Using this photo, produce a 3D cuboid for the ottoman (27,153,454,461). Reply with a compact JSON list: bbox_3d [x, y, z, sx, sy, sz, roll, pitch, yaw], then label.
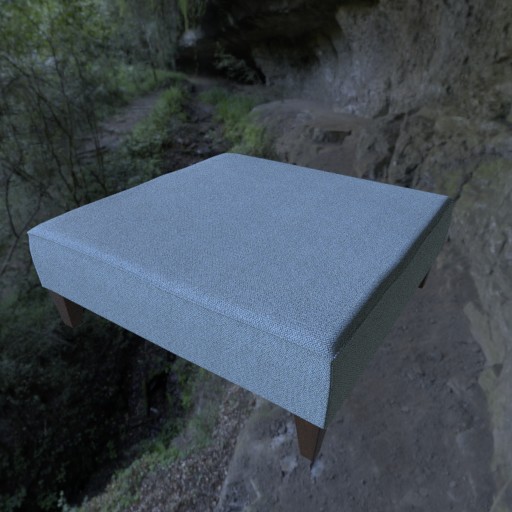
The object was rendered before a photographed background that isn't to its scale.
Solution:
[{"bbox_3d":[0.000,0.000,1.481,1.004,0.379,0.968,18,34,29],"label":"ottoman"}]
